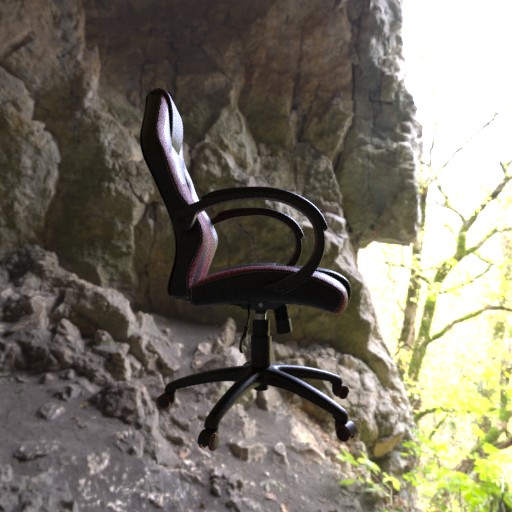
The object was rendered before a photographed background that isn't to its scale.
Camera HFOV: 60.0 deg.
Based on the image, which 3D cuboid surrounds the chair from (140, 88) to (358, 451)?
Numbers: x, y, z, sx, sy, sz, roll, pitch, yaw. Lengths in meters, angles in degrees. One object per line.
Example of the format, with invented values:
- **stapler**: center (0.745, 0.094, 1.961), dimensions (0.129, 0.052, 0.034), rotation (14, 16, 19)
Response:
- **chair**: center (0.000, 0.000, 1.704), dimensions (0.783, 1.189, 0.750), rotation (0, 0, -1)
